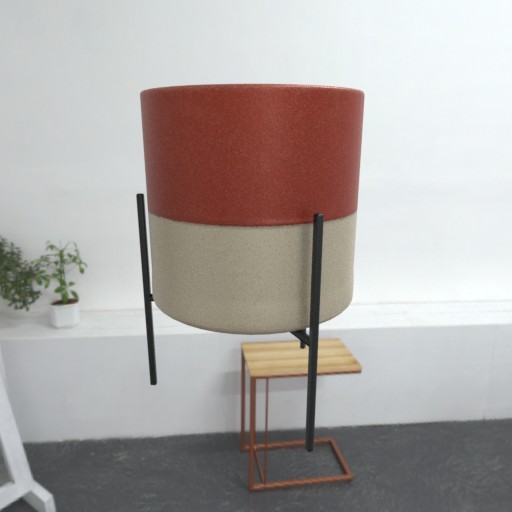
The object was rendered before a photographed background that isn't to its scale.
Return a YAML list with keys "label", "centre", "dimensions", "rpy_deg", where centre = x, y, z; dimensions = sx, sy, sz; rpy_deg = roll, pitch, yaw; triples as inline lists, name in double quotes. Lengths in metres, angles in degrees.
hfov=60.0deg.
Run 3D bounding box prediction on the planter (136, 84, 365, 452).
- label: "planter"
  centre: [0.000, 0.000, 0.512]
  dimensions: [0.235, 0.354, 0.251]
  rpy_deg: [-8, 18, -25]
